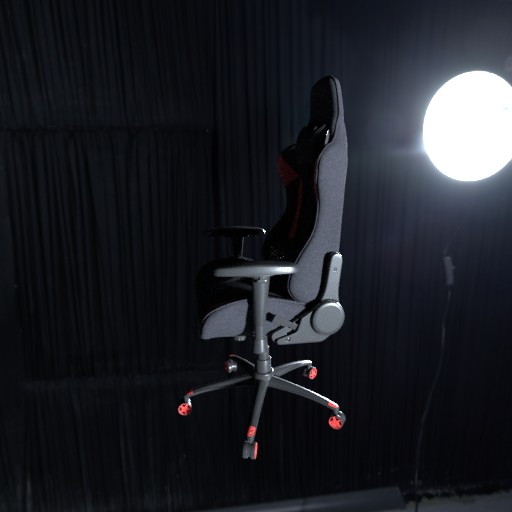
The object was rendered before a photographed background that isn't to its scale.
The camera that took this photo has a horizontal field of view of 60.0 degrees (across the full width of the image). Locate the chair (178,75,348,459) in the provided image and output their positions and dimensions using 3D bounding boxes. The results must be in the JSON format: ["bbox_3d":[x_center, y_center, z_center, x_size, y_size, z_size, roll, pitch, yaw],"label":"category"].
[{"bbox_3d":[0.000,0.000,1.741,0.658,1.326,0.695,-2,14,-9],"label":"chair"}]
